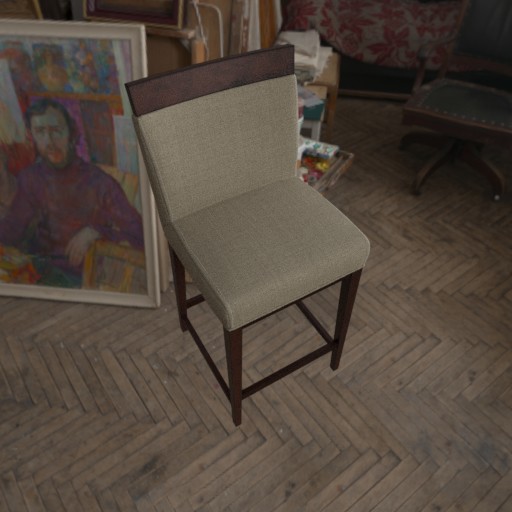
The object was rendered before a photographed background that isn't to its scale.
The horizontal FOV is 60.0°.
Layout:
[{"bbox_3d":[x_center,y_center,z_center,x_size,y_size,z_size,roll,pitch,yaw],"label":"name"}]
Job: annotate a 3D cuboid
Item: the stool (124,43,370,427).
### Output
[{"bbox_3d":[0.000,0.000,1.328,0.463,1.011,0.480,-23,51,-20],"label":"stool"}]
